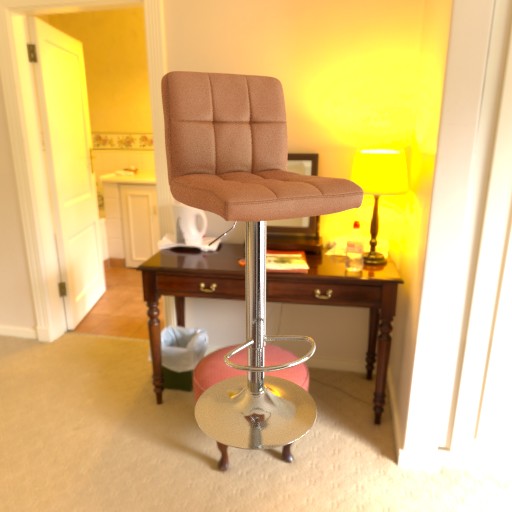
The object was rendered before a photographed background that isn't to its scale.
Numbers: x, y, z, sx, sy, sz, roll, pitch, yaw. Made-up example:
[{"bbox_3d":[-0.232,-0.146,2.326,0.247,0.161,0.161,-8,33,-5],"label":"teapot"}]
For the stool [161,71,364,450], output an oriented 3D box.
[{"bbox_3d":[0.000,0.000,1.397,0.430,1.115,0.505,-8,18,-26],"label":"stool"}]
